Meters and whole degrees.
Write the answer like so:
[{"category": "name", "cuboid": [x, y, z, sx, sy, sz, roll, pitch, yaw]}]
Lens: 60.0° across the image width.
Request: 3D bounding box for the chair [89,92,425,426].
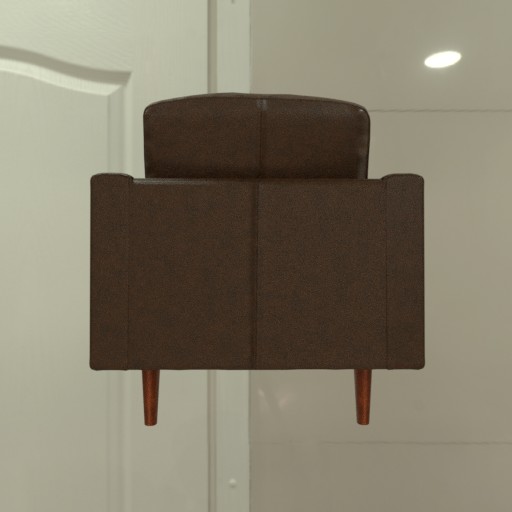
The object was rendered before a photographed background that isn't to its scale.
[{"category": "chair", "cuboid": [0.000, 0.000, 1.623, 0.890, 0.956, 0.909, 0, -1, -1]}]
